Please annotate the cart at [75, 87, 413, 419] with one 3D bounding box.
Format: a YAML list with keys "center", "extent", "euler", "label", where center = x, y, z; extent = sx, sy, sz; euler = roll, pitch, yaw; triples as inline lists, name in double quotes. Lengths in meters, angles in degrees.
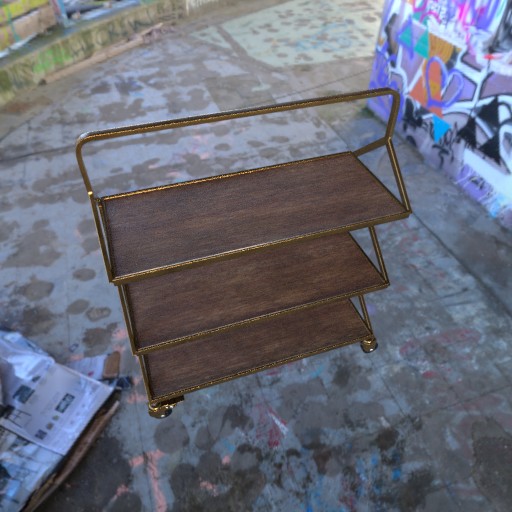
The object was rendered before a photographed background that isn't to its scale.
- center: [0.000, 0.000, 1.159]
  extent: [0.723, 0.805, 0.313]
  euler: [-13, 45, -14]
  label: "cart"
